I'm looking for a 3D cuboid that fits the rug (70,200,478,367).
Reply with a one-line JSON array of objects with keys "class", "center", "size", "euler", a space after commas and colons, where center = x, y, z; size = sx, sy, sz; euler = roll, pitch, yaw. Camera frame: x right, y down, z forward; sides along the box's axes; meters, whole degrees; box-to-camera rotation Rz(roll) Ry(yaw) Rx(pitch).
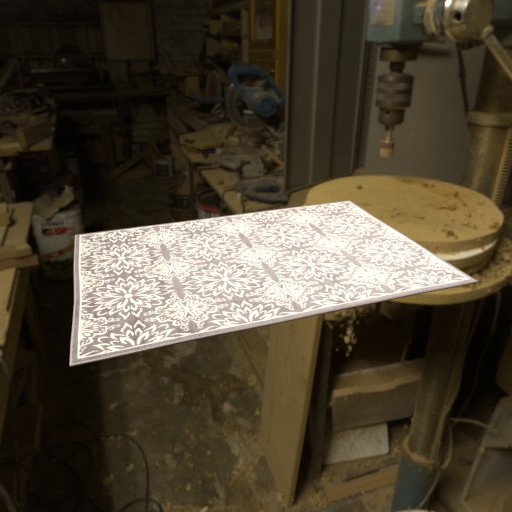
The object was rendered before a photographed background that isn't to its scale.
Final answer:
[{"class": "rug", "center": [0.000, 0.000, 2.383], "size": [1.847, 0.012, 1.224], "euler": [-9, 28, -17]}]
